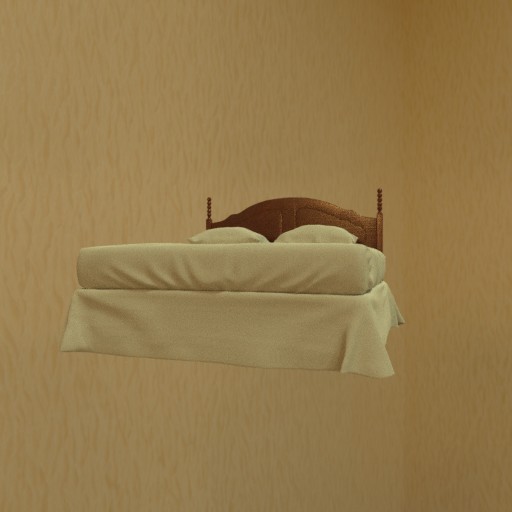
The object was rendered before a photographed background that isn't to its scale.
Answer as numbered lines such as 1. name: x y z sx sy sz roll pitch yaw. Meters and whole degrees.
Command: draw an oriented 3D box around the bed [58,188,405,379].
1. bed: 0.000 0.000 3.683 2.322 1.355 2.219 0 -1 19
